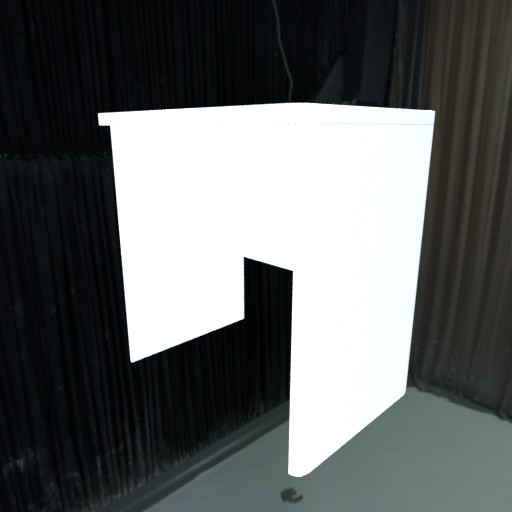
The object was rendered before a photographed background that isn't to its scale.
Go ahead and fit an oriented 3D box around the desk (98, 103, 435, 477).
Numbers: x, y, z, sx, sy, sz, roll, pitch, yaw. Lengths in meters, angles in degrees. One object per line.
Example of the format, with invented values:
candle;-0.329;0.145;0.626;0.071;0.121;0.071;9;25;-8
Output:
desk;0.000;0.000;1.298;0.549;0.800;0.762;-15;22;-42
